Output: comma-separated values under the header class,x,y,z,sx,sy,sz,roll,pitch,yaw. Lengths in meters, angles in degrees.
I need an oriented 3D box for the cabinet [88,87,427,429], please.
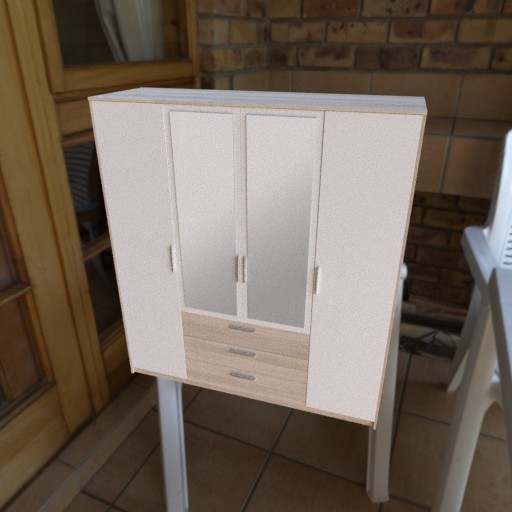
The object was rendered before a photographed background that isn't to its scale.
class,x,y,z,sx,sy,sz,roll,pitch,yaw
cabinet,0.000,0.000,3.035,1.870,2.060,0.620,8,27,16
